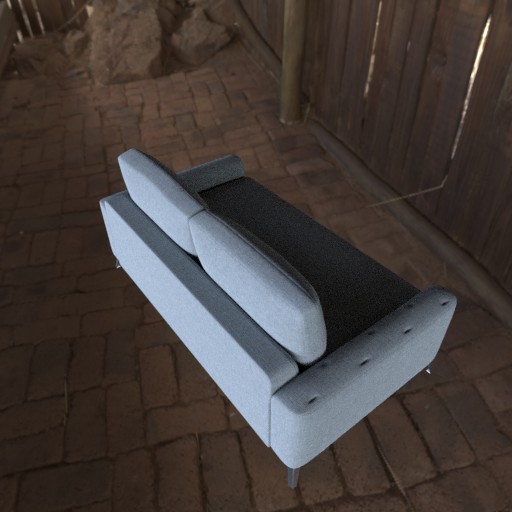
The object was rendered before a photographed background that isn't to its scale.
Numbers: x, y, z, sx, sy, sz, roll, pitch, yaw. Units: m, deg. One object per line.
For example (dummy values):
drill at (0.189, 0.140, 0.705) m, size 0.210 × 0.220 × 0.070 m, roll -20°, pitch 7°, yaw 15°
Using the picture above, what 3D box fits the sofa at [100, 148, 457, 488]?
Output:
sofa at (0.000, 0.000, 2.152) m, size 0.920 × 0.790 × 1.650 m, roll -26°, pitch 46°, yaw -28°
